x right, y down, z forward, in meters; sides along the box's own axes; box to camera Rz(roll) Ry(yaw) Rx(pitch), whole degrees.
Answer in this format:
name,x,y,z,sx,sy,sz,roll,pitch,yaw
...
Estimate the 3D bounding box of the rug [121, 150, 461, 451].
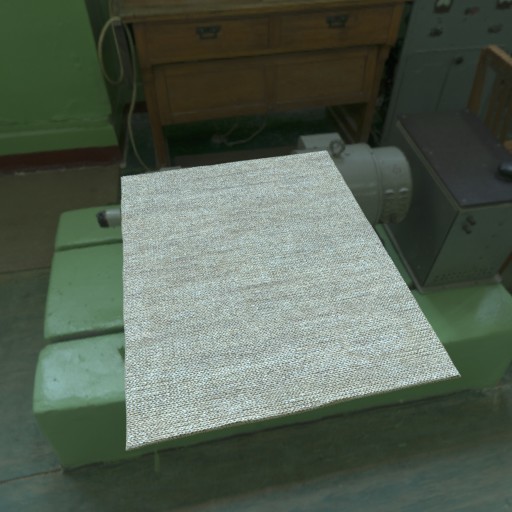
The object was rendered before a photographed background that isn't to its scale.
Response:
name,x,y,z,sx,sy,sz,roll,pitch,yaw
rug,0.000,0.000,4.104,2.429,0.030,3.052,-9,47,-9
